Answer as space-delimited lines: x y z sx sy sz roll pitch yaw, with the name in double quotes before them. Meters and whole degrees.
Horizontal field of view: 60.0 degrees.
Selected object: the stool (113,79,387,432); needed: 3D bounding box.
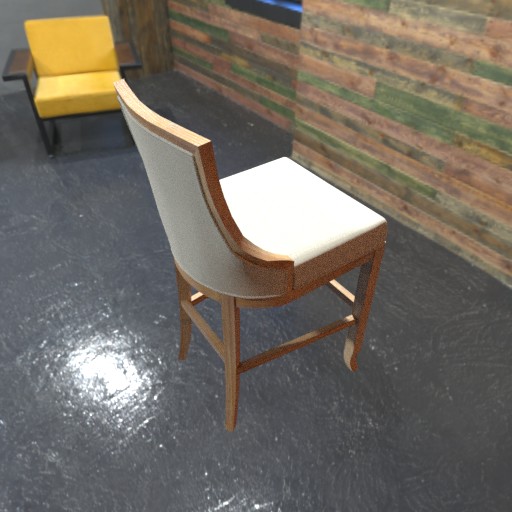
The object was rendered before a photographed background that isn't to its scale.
"stool" 0.000 0.000 1.437 0.626 1.101 0.524 -24 45 -26
